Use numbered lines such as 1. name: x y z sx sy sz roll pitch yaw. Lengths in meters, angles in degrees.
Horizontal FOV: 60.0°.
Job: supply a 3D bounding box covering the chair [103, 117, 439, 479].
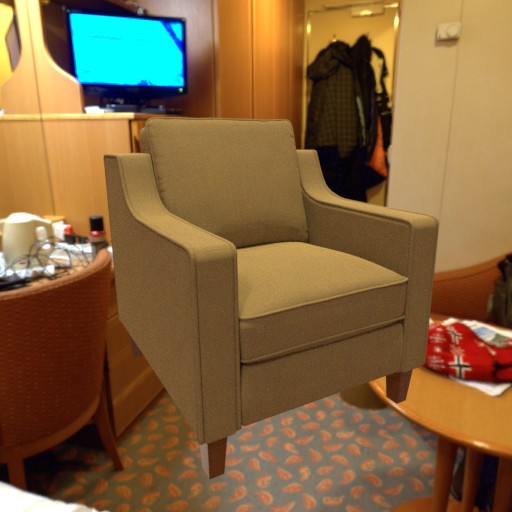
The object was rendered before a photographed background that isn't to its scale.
1. chair: 0.000 0.000 1.593 0.831 0.960 0.909 -9 18 -28
